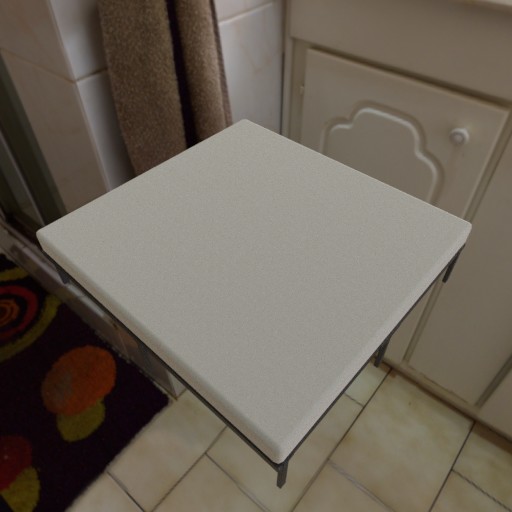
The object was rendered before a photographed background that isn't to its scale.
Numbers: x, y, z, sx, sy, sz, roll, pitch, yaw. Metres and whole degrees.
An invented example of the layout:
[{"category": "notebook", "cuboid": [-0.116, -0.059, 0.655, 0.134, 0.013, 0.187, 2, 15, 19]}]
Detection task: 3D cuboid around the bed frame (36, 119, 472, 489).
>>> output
[{"category": "bed frame", "cuboid": [0.000, 0.000, 3.871, 2.635, 0.680, 2.526, 33, 54, 28]}]
